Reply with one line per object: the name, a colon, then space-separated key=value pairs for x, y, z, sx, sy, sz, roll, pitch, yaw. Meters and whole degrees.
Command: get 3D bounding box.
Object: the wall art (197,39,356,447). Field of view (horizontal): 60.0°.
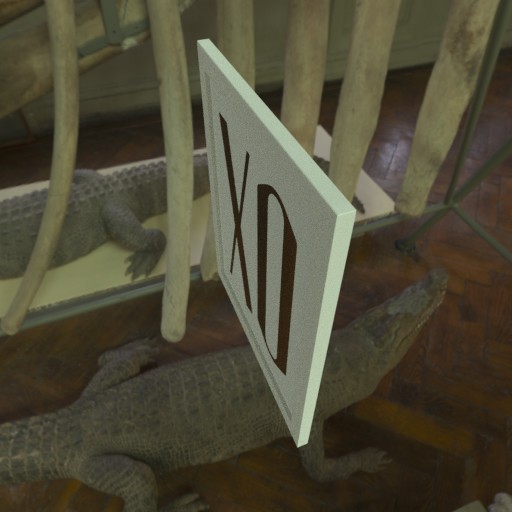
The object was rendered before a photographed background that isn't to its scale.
wall art: x=0.000 y=0.000 z=0.734 sx=0.020 sy=0.536 sz=0.444 roll=-16 pitch=48 yaw=-15
